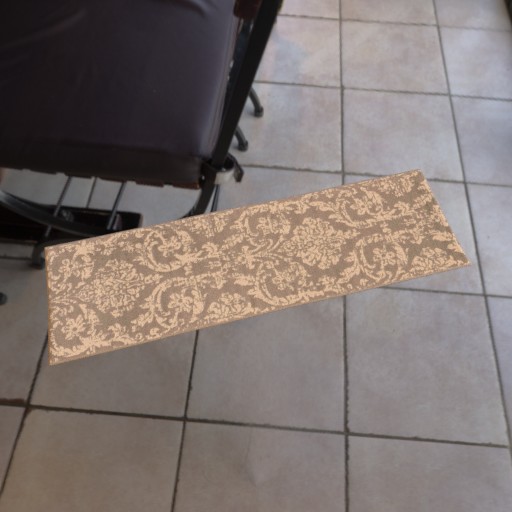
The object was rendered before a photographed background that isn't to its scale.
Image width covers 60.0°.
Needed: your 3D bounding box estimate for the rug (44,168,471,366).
[{"bbox_3d":[0.000,0.000,2.375,2.196,0.011,0.662,-13,63,-6],"label":"rug"}]
